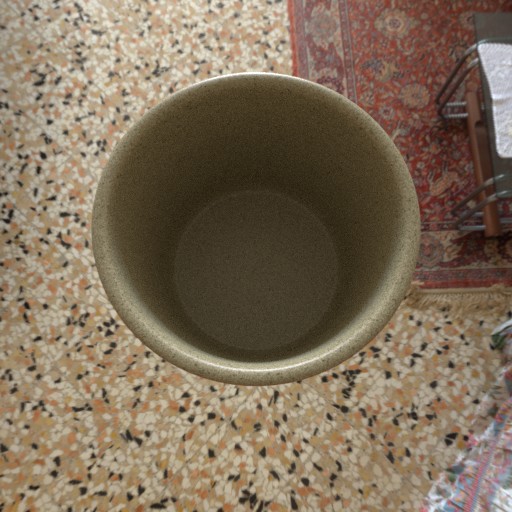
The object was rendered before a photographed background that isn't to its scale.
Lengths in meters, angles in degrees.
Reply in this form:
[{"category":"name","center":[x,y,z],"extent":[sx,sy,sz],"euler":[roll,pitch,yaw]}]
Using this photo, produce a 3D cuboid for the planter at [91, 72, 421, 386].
[{"category":"planter","center":[0.000,0.000,0.352],"extent":[0.191,0.200,0.191],"euler":[0,76,0]}]
